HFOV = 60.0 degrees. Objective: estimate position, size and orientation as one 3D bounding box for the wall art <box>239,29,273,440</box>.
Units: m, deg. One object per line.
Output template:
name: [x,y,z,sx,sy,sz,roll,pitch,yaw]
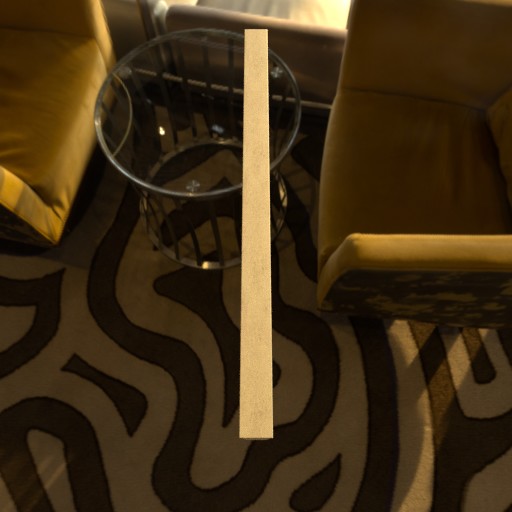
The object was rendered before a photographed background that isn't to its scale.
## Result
wall art: [0.000,0.000,0.696,0.032,0.380,0.532,0,67,0]
